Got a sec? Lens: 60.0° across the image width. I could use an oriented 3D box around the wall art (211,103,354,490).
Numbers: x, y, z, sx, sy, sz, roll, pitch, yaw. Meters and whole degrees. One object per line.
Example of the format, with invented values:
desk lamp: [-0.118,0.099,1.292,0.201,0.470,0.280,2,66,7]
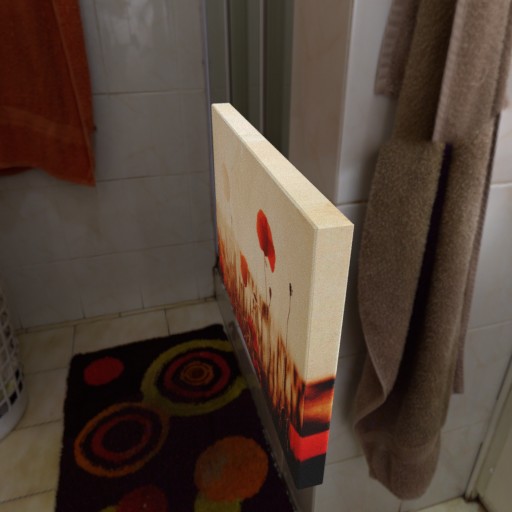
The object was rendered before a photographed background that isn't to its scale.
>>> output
wall art: [0.000,0.000,0.775,0.040,0.402,0.613,-7,30,-12]
